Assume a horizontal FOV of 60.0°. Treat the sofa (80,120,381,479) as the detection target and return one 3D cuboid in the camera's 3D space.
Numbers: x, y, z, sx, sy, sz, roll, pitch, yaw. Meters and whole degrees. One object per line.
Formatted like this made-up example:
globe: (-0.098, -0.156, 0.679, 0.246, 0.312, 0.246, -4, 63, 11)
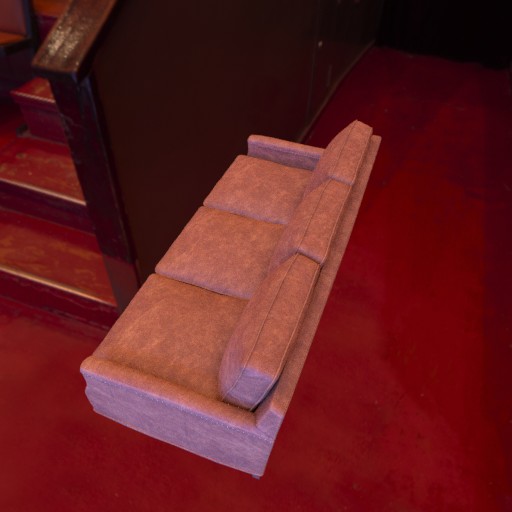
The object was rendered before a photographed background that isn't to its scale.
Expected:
sofa: (0.000, 0.000, 2.779, 1.084, 1.003, 2.246, 15, 48, 14)
